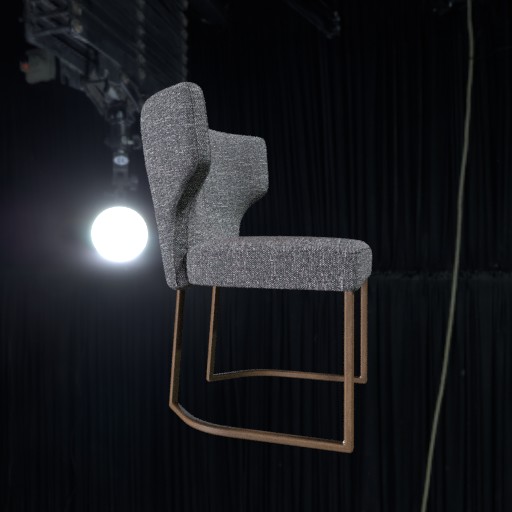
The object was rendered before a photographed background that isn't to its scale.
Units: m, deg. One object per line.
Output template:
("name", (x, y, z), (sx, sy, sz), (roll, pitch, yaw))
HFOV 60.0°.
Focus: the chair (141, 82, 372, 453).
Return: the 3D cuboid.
("chair", (0.000, 0.000, 1.262), (0.617, 0.824, 0.611), (0, 1, 17))
